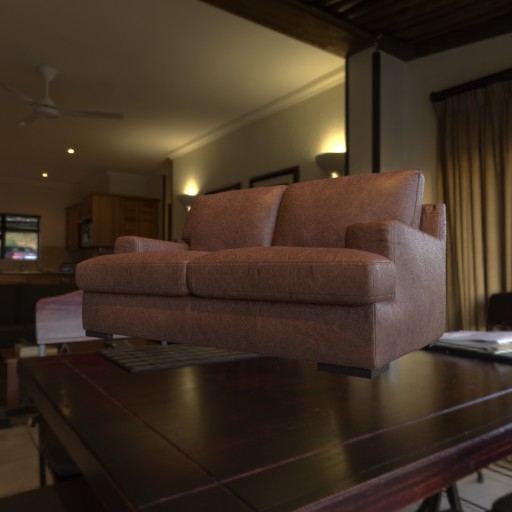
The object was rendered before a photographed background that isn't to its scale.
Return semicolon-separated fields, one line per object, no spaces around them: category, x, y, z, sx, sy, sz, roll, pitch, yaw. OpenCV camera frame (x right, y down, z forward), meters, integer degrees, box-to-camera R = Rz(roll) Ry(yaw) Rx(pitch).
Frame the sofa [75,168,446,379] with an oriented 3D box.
sofa;0.000;0.000;2.527;1.880;0.939;1.143;-1;-2;36
